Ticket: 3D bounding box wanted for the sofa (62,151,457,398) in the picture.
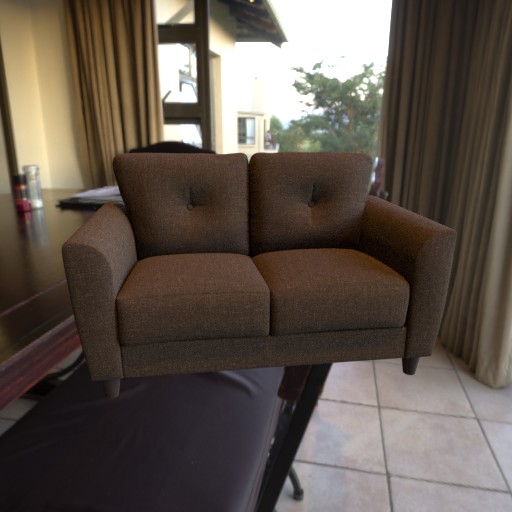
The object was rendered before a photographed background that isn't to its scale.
[{"bbox_3d":[0.000,0.000,1.995,1.423,0.885,0.851,-2,17,-7],"label":"sofa"}]
